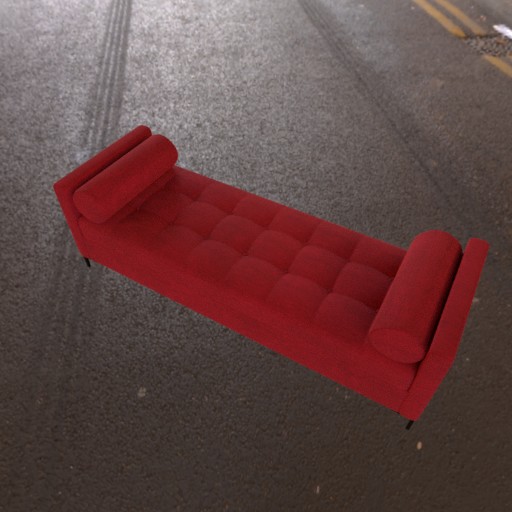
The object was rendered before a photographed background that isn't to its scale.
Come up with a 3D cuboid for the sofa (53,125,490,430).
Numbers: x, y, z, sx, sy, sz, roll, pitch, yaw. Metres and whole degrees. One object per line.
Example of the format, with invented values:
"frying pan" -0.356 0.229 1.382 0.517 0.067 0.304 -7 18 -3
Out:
"sofa" 0.000 0.000 2.291 1.981 0.635 0.686 23 51 20
